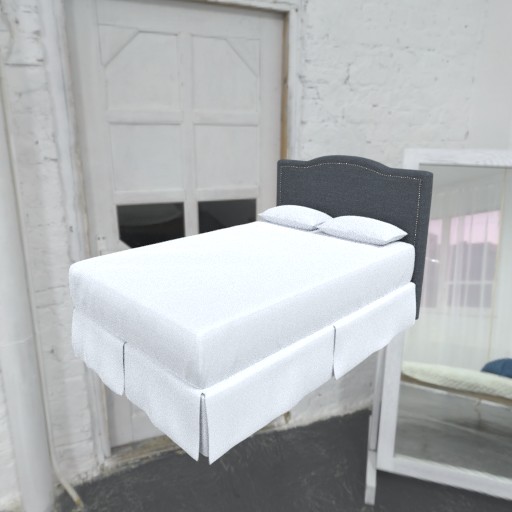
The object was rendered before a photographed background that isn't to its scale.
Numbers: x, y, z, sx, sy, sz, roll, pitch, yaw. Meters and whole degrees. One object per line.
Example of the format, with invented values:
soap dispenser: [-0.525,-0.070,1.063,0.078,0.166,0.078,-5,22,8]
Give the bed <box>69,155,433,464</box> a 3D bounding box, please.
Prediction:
bed: [0.000,0.000,3.541,2.507,1.441,1.747,-16,24,-42]
